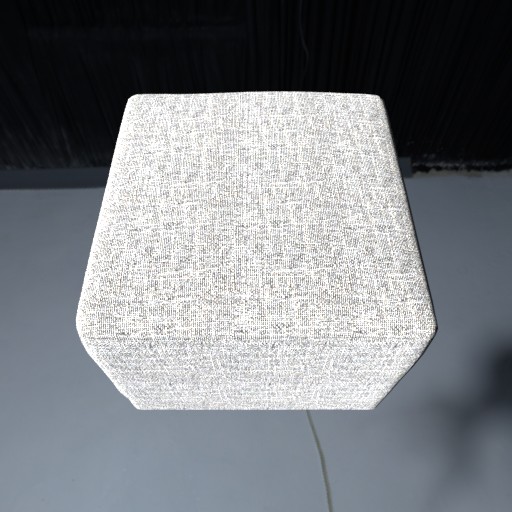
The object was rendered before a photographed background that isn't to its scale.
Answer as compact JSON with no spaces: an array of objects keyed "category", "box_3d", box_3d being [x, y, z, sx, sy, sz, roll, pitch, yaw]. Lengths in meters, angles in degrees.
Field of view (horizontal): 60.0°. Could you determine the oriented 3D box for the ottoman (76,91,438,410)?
[{"category":"ottoman","box_3d":[0.000,0.000,0.895,0.512,0.453,0.521,0,57,0]}]
